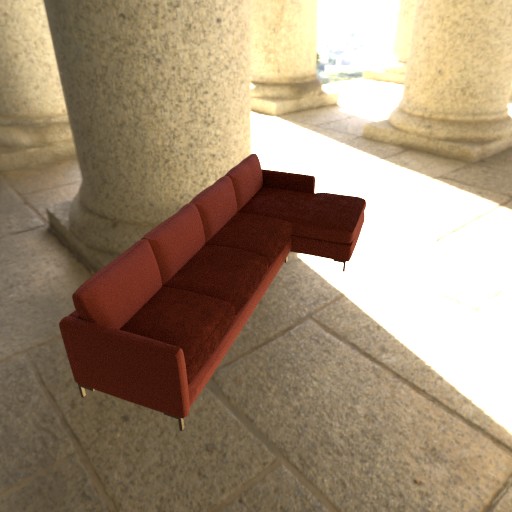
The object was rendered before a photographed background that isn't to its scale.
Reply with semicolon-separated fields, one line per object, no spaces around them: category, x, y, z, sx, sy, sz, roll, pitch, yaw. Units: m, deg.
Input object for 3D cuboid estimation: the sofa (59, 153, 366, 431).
sofa;0.000;0.000;3.593;1.350;0.810;2.932;11;32;18
